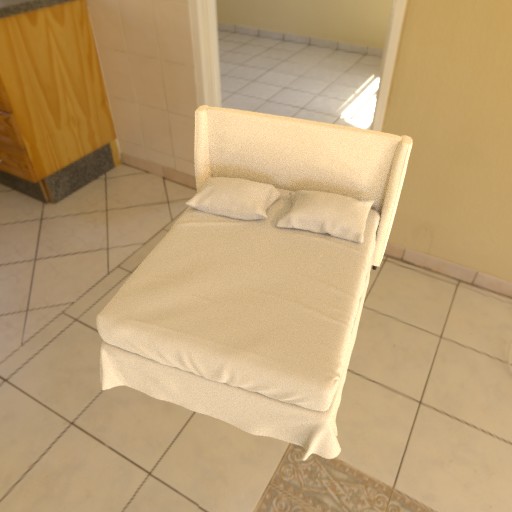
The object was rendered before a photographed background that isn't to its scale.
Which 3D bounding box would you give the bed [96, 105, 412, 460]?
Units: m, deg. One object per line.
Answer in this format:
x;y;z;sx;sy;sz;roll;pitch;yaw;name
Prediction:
0.000;0.000;3.486;1.925;1.332;2.276;13;43;15;bed
